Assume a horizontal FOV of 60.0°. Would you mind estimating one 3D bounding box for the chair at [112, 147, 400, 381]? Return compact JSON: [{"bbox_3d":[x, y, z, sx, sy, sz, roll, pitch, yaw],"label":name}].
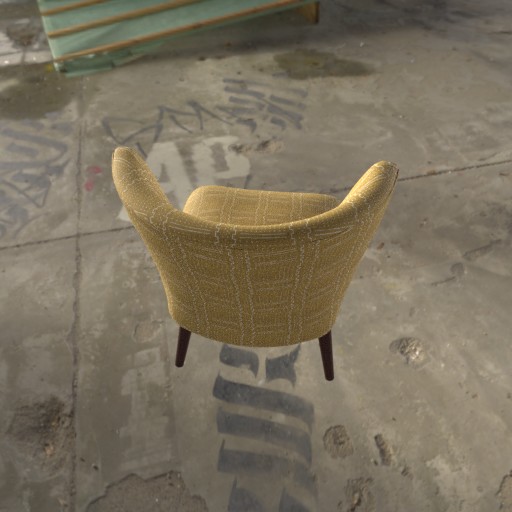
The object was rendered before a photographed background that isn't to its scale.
[{"bbox_3d":[0.000,0.000,1.412,0.706,0.866,0.758,4,47,4],"label":"chair"}]
